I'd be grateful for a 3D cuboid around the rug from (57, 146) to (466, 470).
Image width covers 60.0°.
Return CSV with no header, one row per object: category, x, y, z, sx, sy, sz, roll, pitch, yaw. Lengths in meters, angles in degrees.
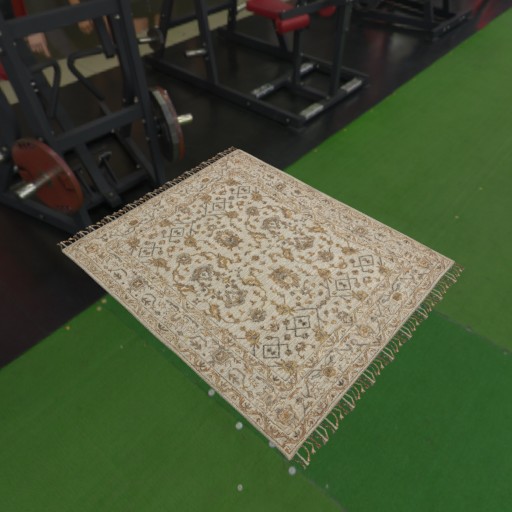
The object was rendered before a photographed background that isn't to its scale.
rug,0.000,0.000,4.176,3.061,0.034,2.426,34,54,28
